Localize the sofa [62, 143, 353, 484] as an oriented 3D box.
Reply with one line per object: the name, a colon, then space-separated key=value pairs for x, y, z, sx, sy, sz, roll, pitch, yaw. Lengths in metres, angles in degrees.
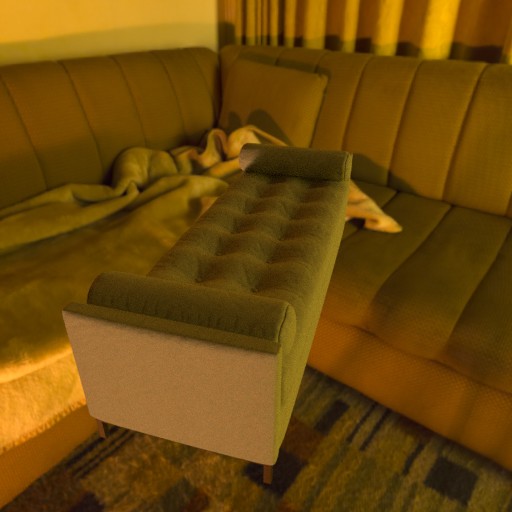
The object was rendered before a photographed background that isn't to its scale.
sofa: x=0.000 y=0.000 z=2.417 sx=0.796 sy=0.705 sz=2.102 roll=9 pitch=32 yaw=14
